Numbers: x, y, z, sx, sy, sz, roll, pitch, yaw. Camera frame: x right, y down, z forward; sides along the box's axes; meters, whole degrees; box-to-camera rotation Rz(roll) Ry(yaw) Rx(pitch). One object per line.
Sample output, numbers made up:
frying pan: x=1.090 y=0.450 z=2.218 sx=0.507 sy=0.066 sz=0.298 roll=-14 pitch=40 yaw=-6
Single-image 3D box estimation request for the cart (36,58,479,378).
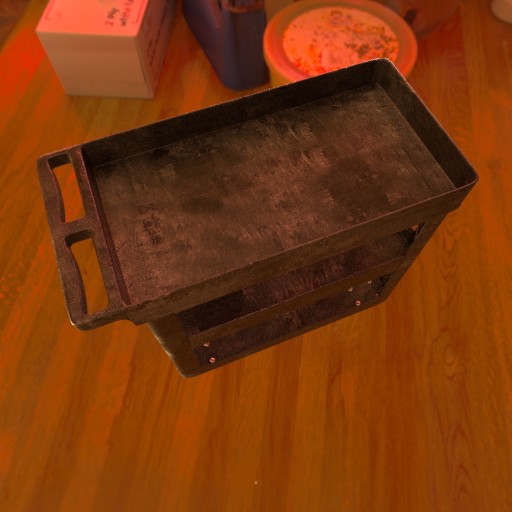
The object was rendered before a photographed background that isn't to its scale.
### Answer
cart: x=0.000 y=0.000 z=1.317 sx=0.877 sy=0.824 sz=0.420 roll=-20 pitch=65 yaw=-10
